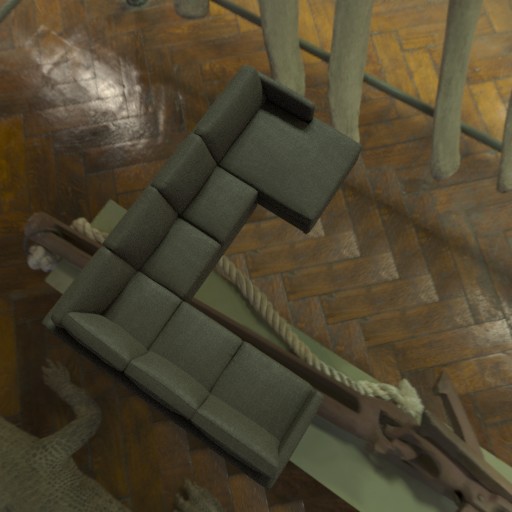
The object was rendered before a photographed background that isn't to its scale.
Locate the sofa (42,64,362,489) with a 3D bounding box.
[{"bbox_3d":[0.000,0.000,4.558,2.594,0.961,3.460,32,77,8],"label":"sofa"}]
